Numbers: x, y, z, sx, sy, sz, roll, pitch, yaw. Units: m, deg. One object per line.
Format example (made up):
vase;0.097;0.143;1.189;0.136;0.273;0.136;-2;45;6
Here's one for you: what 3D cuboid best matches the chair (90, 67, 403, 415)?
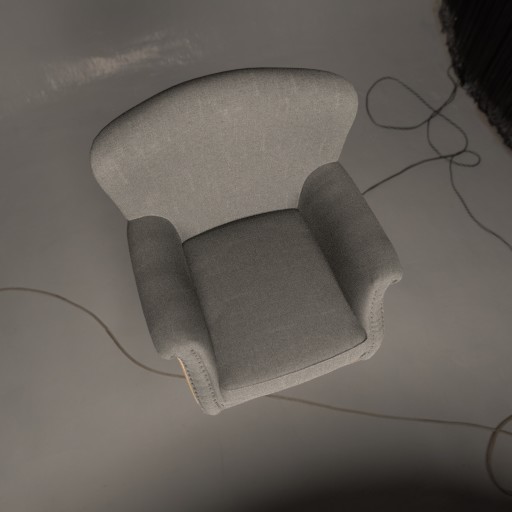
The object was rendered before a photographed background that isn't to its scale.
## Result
chair;0.000;0.000;1.625;0.861;0.936;0.921;-17;64;-9
